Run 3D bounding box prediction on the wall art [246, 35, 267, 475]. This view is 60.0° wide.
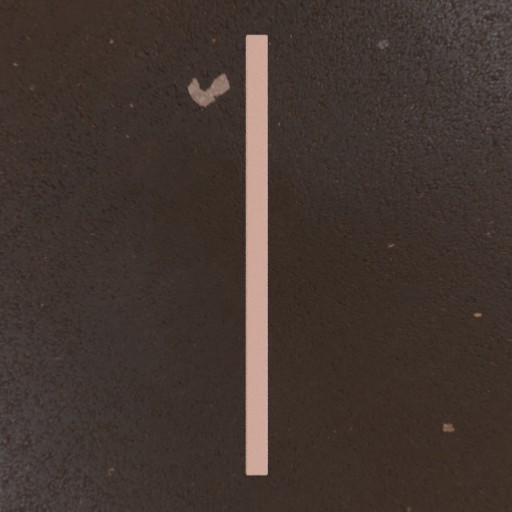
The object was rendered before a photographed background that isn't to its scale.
[{"bbox_3d":[0.000,0.000,1.518,0.049,1.009,1.009,0,90,0],"label":"wall art"}]
